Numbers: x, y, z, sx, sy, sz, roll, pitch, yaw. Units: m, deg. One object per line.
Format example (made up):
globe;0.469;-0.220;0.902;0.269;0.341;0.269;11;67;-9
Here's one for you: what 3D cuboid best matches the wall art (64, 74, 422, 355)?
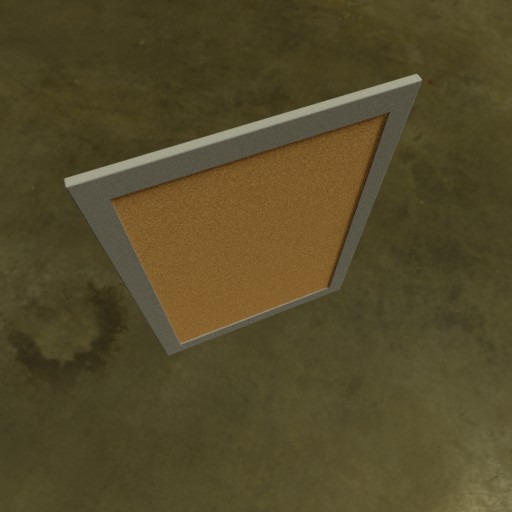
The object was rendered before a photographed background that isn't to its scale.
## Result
wall art;0.000;0.000;0.666;0.374;0.529;0.012;-20;63;-11
